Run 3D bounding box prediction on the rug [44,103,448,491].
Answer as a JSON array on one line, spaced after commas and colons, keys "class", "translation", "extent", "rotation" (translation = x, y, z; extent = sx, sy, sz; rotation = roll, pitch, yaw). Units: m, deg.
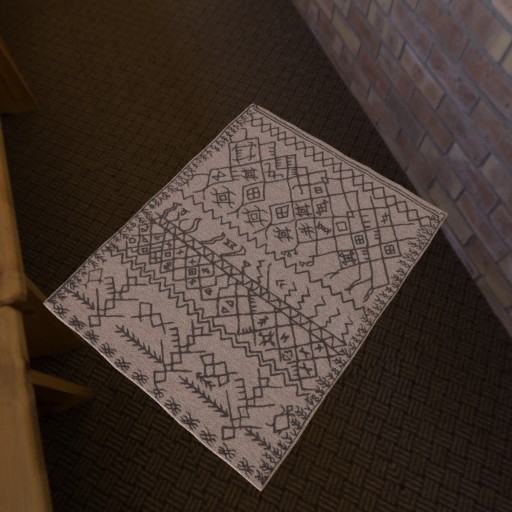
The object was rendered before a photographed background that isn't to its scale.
[{"class": "rug", "translation": [0.000, 0.000, 3.317], "extent": [1.964, 0.025, 2.455], "rotation": [34, 68, 16]}]
